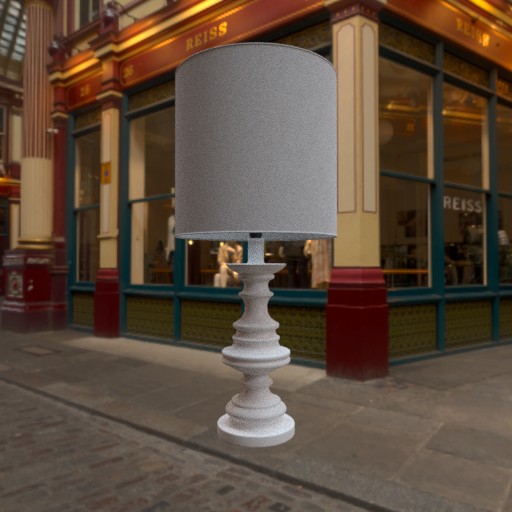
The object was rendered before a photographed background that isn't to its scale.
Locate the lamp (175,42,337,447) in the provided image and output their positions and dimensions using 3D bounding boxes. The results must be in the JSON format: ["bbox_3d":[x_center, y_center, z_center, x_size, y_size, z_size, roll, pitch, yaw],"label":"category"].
[{"bbox_3d":[0.000,0.000,0.577,0.208,0.455,0.208,0,-1,37],"label":"lamp"}]
